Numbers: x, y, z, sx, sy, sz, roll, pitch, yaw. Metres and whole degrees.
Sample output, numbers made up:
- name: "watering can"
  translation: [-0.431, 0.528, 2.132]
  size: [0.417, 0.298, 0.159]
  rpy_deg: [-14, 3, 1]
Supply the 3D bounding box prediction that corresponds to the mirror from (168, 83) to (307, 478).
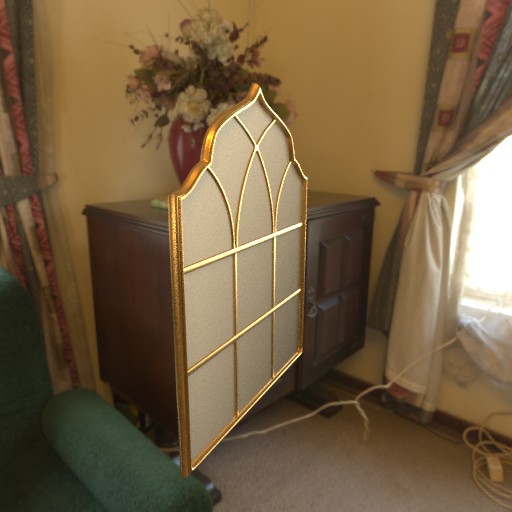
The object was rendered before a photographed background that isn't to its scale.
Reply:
- name: "mirror"
  translation: [0.000, 0.000, 0.867]
  size: [0.018, 0.635, 0.513]
  rpy_deg: [7, 15, 26]
